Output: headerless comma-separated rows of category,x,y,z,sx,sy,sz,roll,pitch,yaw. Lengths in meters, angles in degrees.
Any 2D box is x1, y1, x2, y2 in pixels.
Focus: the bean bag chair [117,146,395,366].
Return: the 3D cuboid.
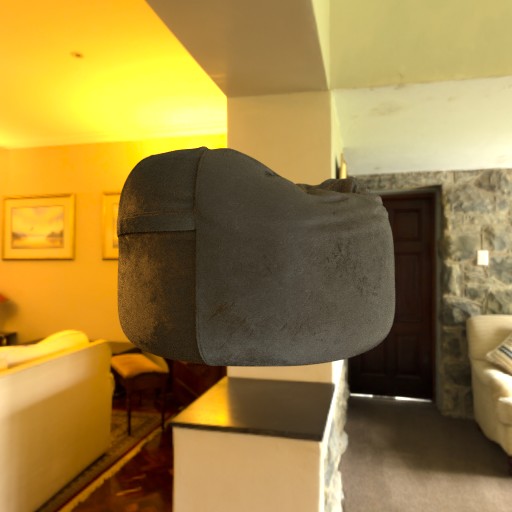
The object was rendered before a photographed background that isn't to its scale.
bean bag chair,0.000,0.000,1.523,0.918,0.605,0.918,0,-1,0
